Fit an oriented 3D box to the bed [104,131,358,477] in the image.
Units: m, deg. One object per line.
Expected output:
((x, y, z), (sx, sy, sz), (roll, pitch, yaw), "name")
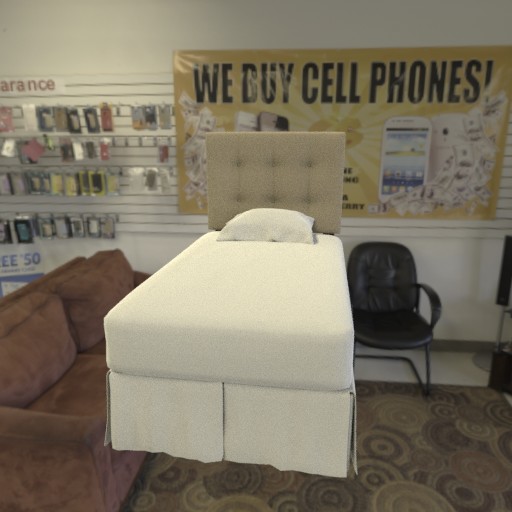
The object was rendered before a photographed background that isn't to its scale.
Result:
((0.000, 0.000, 2.870), (1.261, 1.571, 1.997), (2, 15, 9), "bed")
